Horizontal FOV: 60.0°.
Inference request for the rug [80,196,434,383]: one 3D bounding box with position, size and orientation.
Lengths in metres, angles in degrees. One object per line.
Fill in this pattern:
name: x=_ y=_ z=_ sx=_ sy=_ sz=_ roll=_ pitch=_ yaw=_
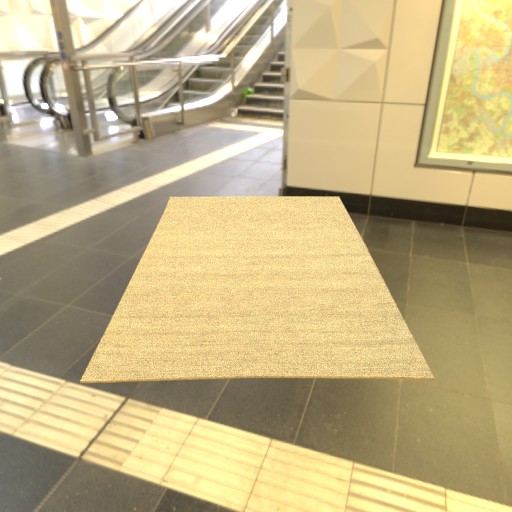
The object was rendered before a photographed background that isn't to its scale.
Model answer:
rug: x=0.000 y=0.000 z=2.273 sx=1.179 sy=0.022 sz=1.820 roll=0 pitch=27 yaw=0
